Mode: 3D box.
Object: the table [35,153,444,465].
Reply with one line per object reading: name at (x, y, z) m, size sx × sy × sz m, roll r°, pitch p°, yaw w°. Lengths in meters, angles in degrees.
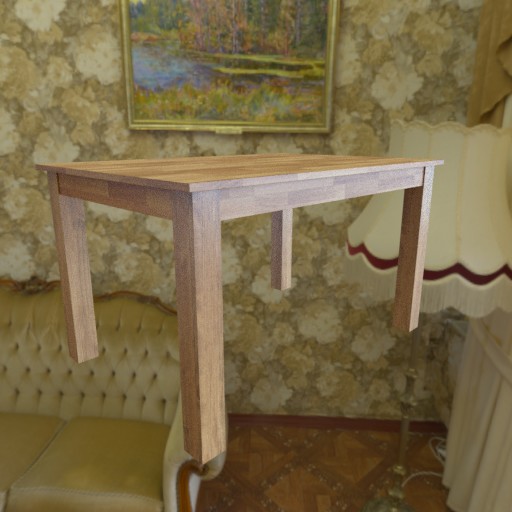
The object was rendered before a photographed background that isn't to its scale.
table at (0.000, 0.000, 1.798) m, size 1.300 × 0.750 × 0.900 m, roll -15°, pitch 21°, yaw -43°
